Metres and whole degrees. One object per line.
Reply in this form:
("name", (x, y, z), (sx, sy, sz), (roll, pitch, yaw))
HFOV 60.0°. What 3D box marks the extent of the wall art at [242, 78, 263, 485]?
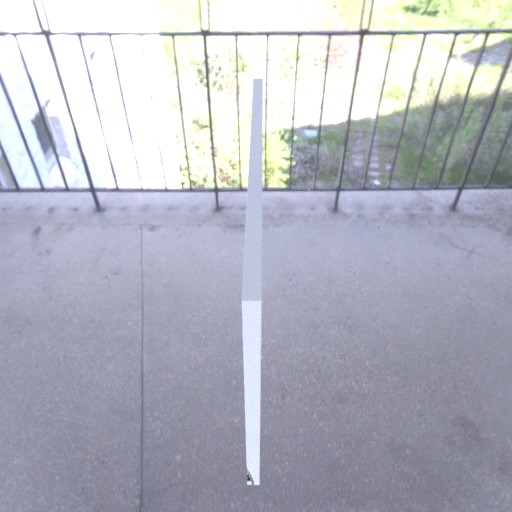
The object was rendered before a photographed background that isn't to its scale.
("wall art", (0.000, 0.000, 1.468), (0.038, 0.767, 1.144), (1, 40, 1))
